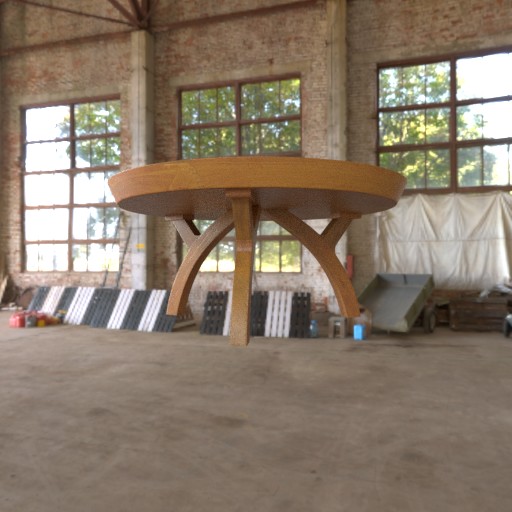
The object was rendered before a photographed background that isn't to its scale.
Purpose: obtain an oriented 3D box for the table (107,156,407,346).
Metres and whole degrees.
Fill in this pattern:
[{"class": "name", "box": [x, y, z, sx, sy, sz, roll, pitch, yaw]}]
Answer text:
[{"class": "table", "box": [0.000, 0.000, 1.566, 1.016, 0.470, 1.016, 0, -1, 0]}]
